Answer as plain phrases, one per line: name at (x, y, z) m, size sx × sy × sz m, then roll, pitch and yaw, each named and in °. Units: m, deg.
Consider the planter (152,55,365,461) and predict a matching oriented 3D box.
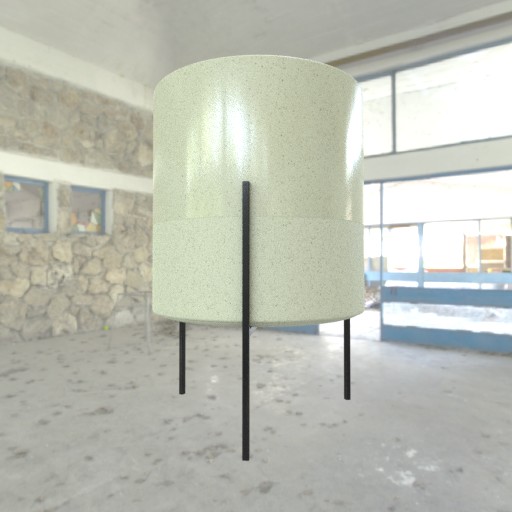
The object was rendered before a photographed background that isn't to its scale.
planter at (0.000, 0.000, 0.679) m, size 0.323 × 0.475 × 0.314 m, roll -1°, pitch -1°, yaw 36°
